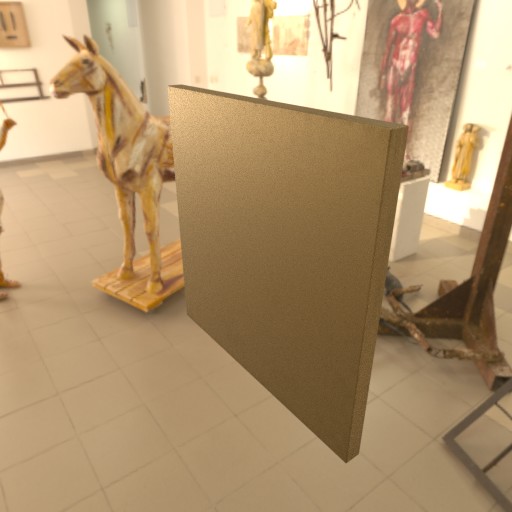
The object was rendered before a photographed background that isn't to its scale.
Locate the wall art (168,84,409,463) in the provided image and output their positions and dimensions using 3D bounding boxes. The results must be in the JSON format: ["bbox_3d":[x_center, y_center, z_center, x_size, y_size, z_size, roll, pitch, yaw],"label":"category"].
[{"bbox_3d":[0.000,0.000,0.756,0.030,0.506,0.503,-19,32,-32],"label":"wall art"}]
